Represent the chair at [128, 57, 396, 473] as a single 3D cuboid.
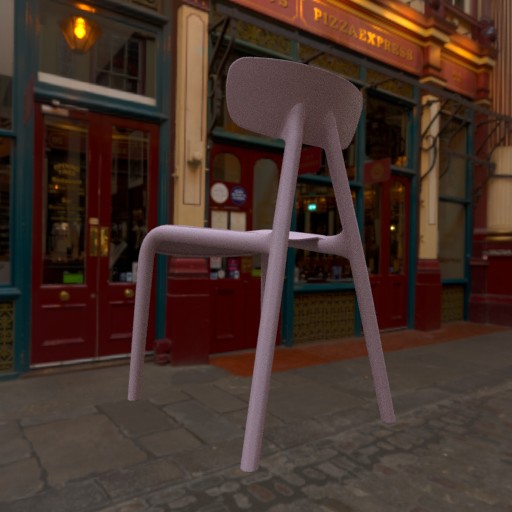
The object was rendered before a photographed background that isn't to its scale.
[{"bbox_3d":[0.000,0.000,0.837,0.356,0.580,0.401,0,0,-36],"label":"chair"}]
